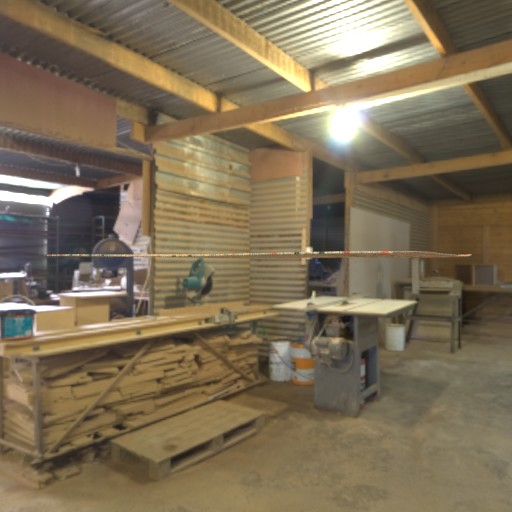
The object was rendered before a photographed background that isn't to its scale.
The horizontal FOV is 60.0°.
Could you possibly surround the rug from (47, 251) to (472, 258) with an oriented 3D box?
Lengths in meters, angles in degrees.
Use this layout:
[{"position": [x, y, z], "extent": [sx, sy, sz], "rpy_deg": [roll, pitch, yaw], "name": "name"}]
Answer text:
[{"position": [0.000, 0.000, 2.293], "extent": [1.835, 0.017, 1.220], "rpy_deg": [0, -1, 35], "name": "rug"}]
